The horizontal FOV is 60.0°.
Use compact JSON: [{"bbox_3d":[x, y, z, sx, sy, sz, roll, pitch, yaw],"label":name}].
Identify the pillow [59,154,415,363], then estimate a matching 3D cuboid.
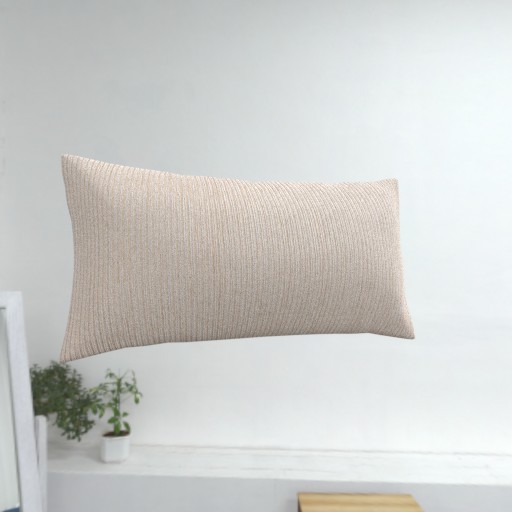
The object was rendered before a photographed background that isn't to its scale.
[{"bbox_3d":[0.000,0.000,0.746,0.608,0.307,0.155,0,-1,-19],"label":"pillow"}]
